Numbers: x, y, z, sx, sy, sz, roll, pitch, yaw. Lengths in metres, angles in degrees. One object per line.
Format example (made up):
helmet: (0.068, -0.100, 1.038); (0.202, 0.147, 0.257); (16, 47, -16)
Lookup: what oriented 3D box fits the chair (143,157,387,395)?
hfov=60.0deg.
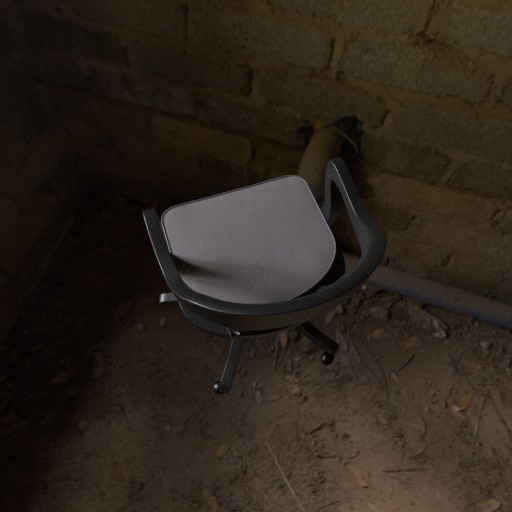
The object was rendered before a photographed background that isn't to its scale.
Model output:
chair: (0.000, 0.000, 1.488); (0.750, 0.878, 0.788); (-17, 61, -9)
